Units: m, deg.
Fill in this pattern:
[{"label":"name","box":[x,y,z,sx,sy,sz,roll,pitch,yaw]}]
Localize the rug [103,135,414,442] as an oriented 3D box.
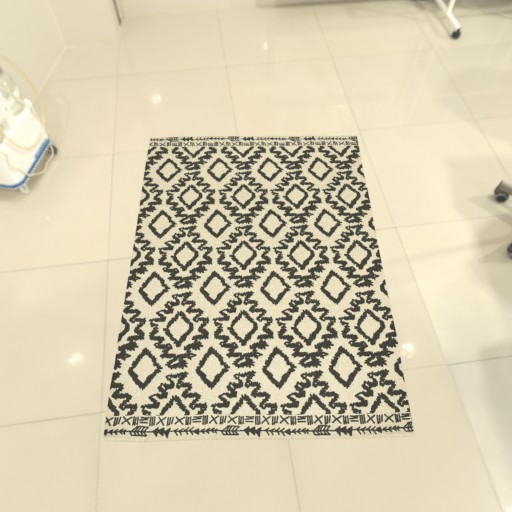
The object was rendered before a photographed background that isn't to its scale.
[{"label":"rug","box":[0.000,0.000,4.328,2.444,0.036,3.369,-1,58,0]}]
